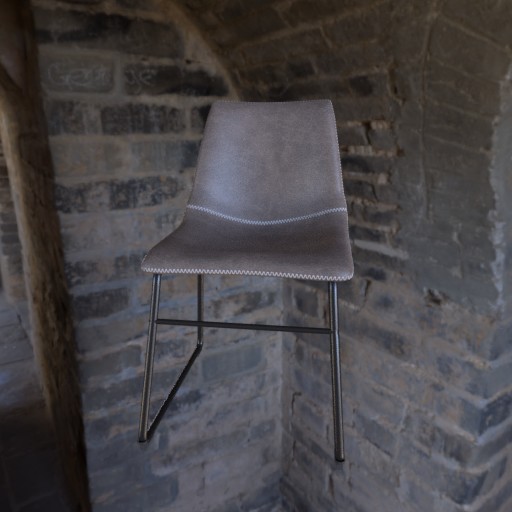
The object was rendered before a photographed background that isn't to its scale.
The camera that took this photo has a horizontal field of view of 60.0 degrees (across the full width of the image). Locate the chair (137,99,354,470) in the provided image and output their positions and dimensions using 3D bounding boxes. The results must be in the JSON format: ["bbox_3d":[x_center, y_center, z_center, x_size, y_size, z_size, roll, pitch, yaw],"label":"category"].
[{"bbox_3d":[0.000,0.000,1.116,0.460,0.780,0.550,2,15,8],"label":"chair"}]
